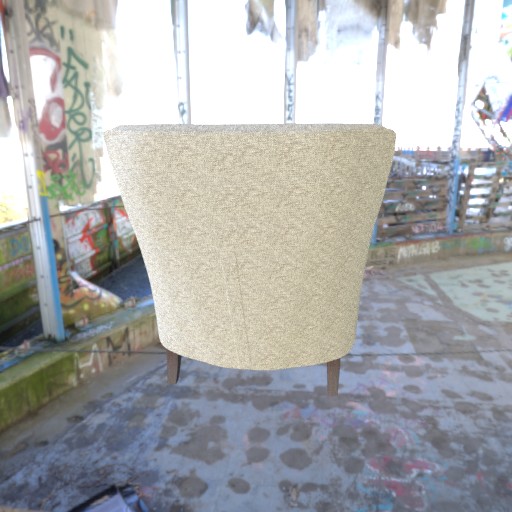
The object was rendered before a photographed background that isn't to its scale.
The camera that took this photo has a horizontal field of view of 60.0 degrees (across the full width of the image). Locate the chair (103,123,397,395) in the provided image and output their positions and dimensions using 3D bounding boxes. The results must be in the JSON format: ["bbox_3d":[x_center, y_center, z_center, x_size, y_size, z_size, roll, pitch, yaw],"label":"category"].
[{"bbox_3d":[0.000,0.000,1.658,0.820,0.920,0.910,2,15,7],"label":"chair"}]
